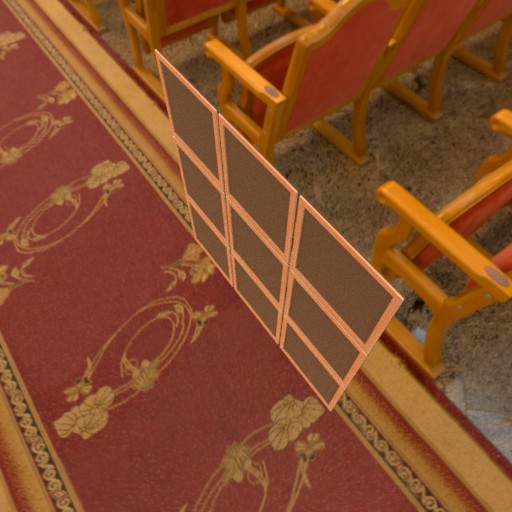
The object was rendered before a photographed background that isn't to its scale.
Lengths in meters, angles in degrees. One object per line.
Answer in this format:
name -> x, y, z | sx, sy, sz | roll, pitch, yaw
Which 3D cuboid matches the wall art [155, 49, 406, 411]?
wall art -> 0.000, 0.000, 2.305 | 0.013, 1.525, 1.520 | -32, 64, -18
